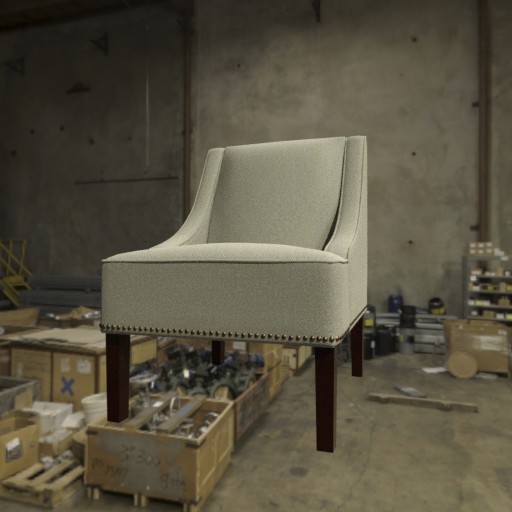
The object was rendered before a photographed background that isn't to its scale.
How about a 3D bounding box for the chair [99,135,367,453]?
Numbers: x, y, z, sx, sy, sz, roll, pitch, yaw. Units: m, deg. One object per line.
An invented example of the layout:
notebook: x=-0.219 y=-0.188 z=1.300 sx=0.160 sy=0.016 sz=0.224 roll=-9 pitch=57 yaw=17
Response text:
chair: x=0.000 y=0.000 z=1.380 sx=0.628 sy=0.872 sz=0.748 roll=0 pitch=0 yaw=19
